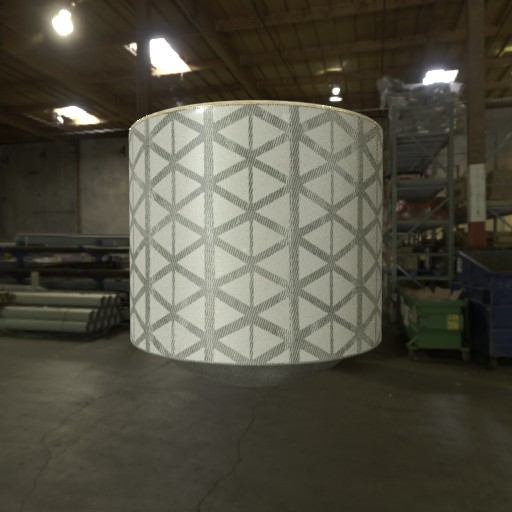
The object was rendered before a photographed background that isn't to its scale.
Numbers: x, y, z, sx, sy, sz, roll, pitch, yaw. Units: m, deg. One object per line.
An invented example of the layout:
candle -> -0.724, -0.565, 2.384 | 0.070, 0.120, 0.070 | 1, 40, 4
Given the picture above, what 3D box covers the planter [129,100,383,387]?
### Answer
planter -> 0.000, 0.000, 0.347 | 0.190, 0.181, 0.190 | 0, 2, 0
